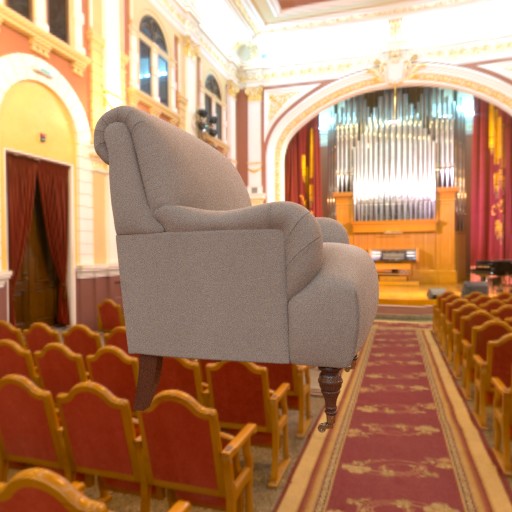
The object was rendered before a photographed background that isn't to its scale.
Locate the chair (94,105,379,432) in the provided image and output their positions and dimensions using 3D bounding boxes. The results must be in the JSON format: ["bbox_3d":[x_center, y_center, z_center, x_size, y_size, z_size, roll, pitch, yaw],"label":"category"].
[{"bbox_3d":[0.000,0.000,1.575,0.842,0.942,0.766,0,1,18],"label":"chair"}]
